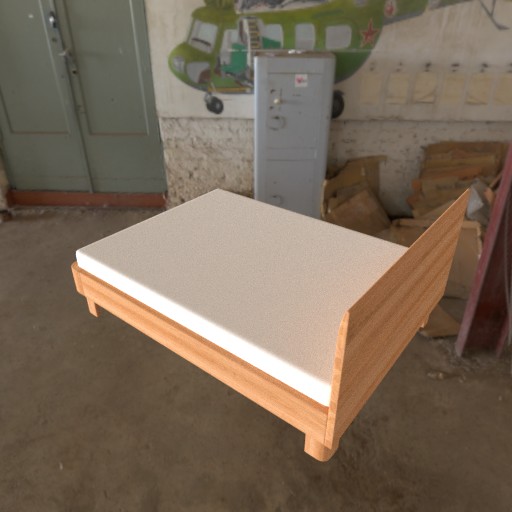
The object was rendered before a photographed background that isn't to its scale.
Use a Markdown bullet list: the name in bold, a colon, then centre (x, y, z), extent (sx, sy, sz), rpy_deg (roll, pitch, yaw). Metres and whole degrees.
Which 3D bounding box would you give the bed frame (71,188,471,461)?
- **bed frame**: centre (0.000, 0.000, 2.818), extent (1.992, 0.940, 1.472), rpy_deg (22, 37, 32)
